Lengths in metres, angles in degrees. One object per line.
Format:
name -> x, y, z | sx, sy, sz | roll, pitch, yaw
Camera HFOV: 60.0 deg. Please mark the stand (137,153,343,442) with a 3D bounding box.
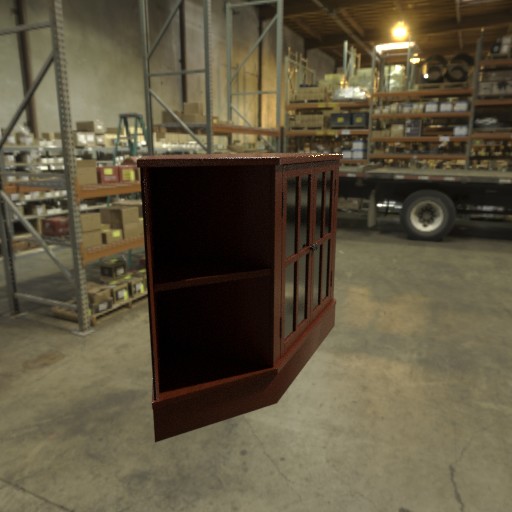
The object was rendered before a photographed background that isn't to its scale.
stand -> 0.000, 0.000, 1.378 | 0.381, 0.614, 1.072 | 6, 15, 24
